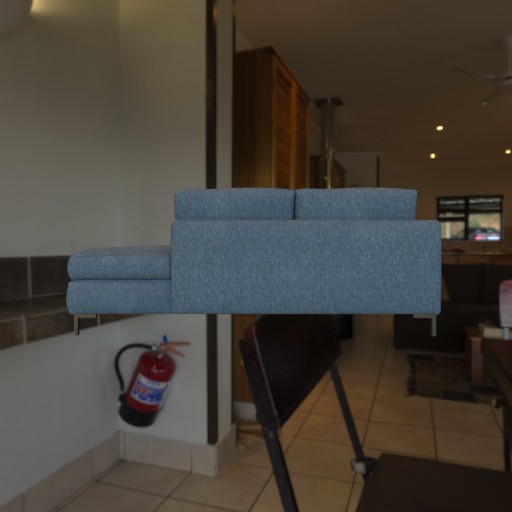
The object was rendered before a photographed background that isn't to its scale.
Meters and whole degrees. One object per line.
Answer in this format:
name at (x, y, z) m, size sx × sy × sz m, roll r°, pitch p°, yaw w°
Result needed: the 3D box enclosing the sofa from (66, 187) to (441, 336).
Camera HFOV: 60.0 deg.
sofa at (0.000, 0.000, 3.797) m, size 2.007 × 0.815 × 2.949 m, roll 0°, pitch 1°, yaw 1°
